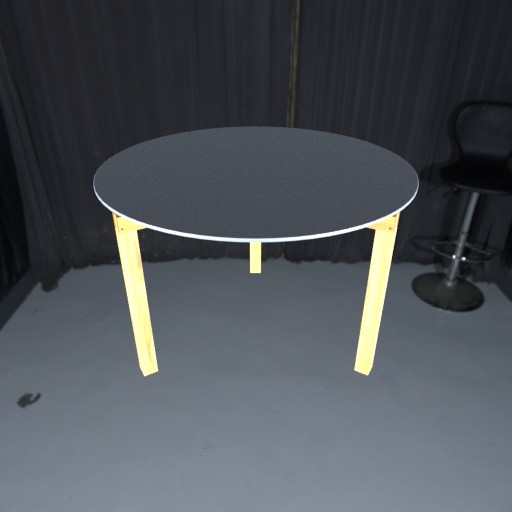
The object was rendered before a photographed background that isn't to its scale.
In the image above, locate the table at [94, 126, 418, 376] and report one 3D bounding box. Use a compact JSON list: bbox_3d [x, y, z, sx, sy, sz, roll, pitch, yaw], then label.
[{"bbox_3d":[0.000,0.000,0.960,0.600,0.405,0.600,0,30,0],"label":"table"}]
